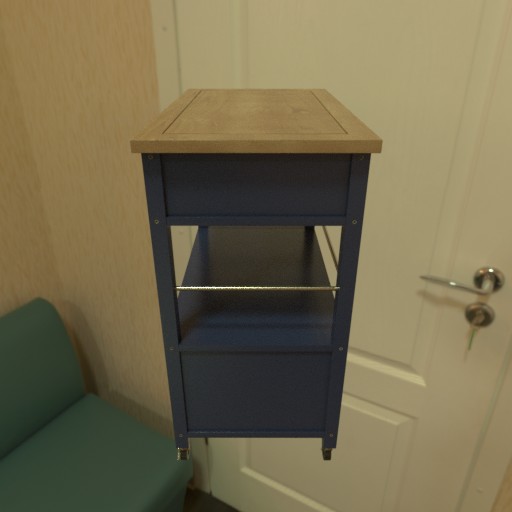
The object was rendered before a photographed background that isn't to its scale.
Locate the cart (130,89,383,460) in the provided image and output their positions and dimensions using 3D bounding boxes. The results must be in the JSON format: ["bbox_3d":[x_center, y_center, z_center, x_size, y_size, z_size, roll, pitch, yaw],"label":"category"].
[{"bbox_3d":[0.000,0.000,1.377,0.459,0.901,0.840,0,27,0],"label":"cart"}]
